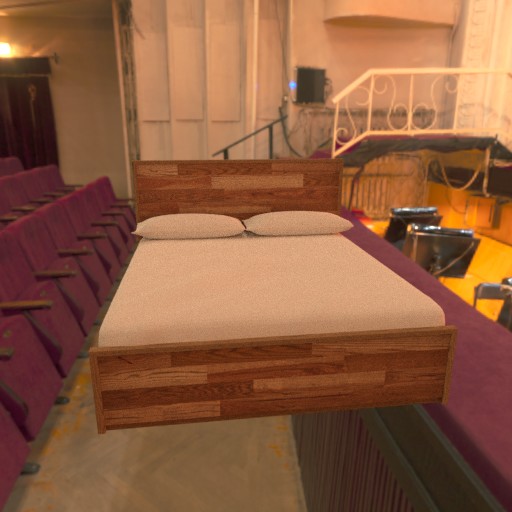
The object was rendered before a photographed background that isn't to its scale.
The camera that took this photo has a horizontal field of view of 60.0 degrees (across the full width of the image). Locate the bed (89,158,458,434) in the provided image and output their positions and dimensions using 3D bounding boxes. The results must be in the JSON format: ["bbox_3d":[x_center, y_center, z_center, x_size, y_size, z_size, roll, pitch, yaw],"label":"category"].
[{"bbox_3d":[0.000,0.000,3.373,2.013,1.295,2.184,-2,16,-7],"label":"bed"}]
